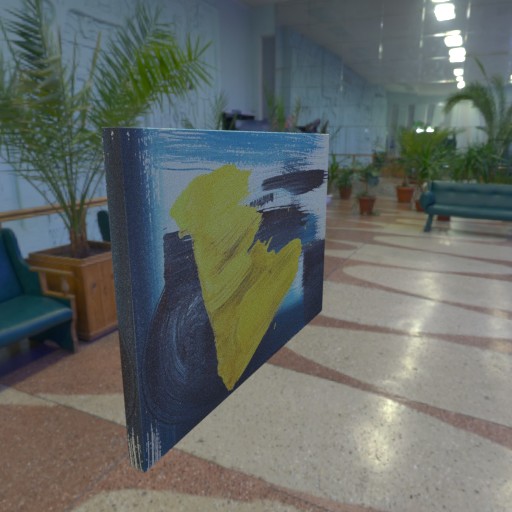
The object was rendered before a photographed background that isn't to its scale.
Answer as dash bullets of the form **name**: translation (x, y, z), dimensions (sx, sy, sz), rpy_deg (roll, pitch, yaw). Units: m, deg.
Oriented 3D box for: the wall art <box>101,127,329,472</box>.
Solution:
- **wall art**: translation (0.000, 0.000, 1.132), dimensions (0.039, 0.610, 0.914), rpy_deg (8, 17, 28)
